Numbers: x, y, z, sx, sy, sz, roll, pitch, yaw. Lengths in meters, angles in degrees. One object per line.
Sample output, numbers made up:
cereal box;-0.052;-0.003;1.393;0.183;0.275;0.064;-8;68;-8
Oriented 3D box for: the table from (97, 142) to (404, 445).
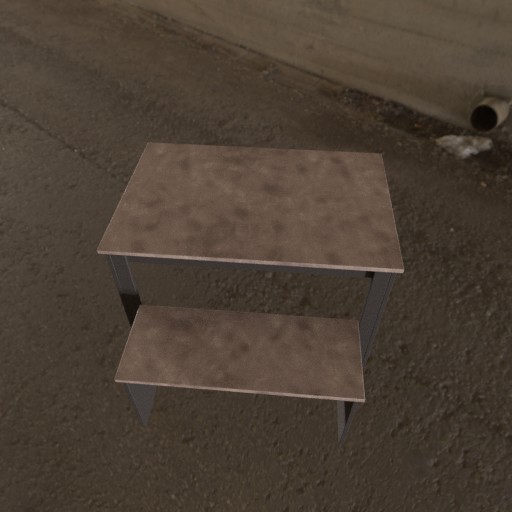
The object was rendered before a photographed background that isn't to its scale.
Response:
table;0.000;0.000;2.078;1.100;0.700;1.443;4;46;3
